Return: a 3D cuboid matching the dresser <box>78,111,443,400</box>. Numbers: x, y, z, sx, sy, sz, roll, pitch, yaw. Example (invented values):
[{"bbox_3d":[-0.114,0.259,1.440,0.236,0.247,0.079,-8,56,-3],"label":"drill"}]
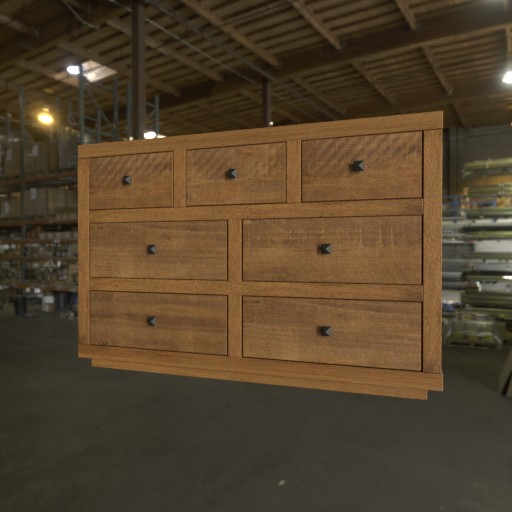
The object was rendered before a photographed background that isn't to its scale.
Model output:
[{"bbox_3d":[0.000,0.000,1.653,1.261,0.825,0.479,0,1,19],"label":"dresser"}]
